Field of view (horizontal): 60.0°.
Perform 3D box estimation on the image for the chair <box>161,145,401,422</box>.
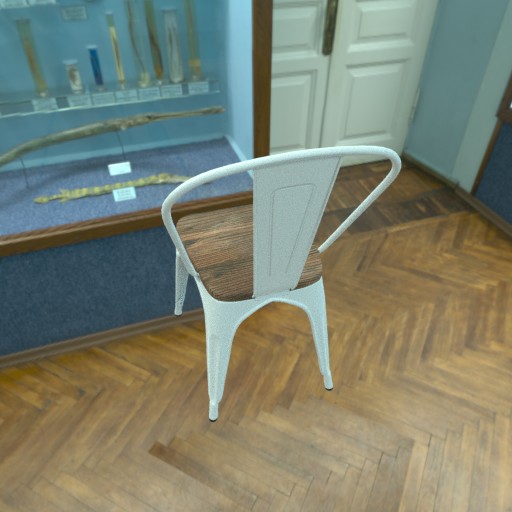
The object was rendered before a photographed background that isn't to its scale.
[{"bbox_3d":[0.000,0.000,1.156,0.452,0.851,0.521,-11,42,-12],"label":"chair"}]
